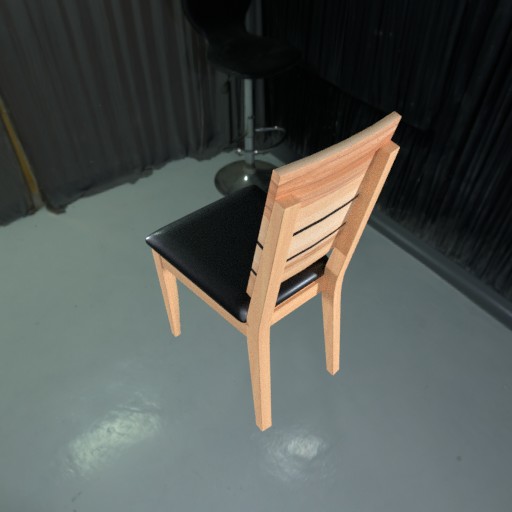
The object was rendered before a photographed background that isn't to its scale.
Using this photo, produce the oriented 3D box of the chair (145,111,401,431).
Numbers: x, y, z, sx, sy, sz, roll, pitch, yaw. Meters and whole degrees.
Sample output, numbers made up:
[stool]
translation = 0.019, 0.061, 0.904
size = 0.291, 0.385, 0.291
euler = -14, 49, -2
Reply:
[chair]
translation = 0.000, 0.000, 1.216
size = 0.410, 0.940, 0.520
euler = -30, 53, -26
